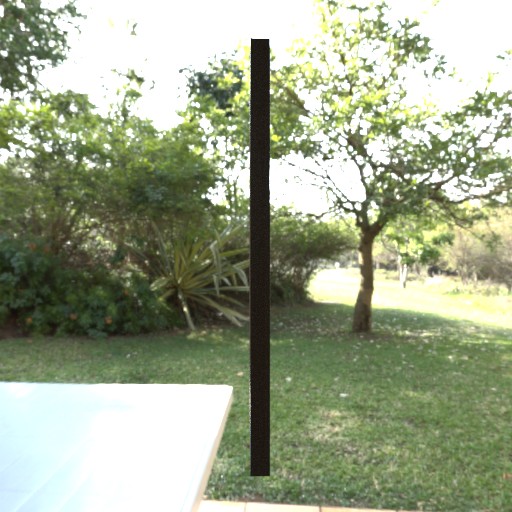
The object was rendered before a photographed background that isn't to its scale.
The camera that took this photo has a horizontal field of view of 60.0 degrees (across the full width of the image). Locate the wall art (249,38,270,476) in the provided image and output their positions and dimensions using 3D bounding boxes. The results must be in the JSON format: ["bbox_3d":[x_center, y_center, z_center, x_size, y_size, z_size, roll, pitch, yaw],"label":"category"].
[{"bbox_3d":[0.000,0.000,0.893,0.026,0.558,0.660,0,0,-1],"label":"wall art"}]
